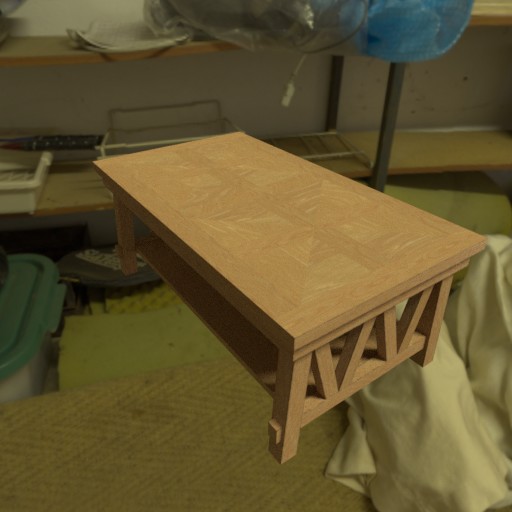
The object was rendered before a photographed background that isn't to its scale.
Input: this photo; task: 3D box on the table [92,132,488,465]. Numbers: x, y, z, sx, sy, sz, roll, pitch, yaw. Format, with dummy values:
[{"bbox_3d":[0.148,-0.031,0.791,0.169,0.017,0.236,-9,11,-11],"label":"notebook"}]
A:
[{"bbox_3d":[0.000,0.000,1.654,0.711,0.507,1.270,-21,37,-29],"label":"table"}]
